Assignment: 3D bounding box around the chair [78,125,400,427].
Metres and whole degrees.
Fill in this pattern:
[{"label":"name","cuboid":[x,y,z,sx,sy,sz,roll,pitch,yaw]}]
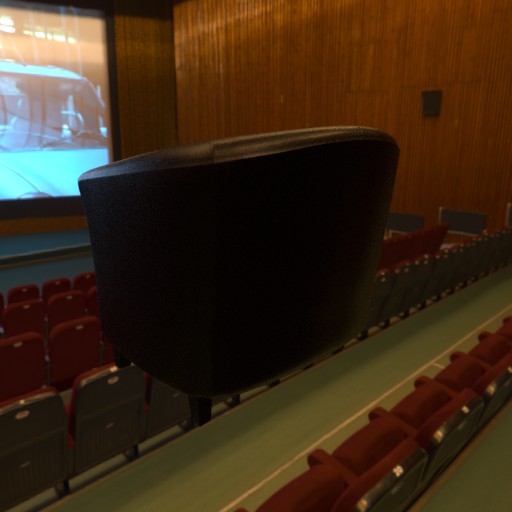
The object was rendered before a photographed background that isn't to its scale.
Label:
[{"label":"chair","cuboid":[0.000,0.000,1.363,0.793,0.756,0.727,-14,20,-43]}]
